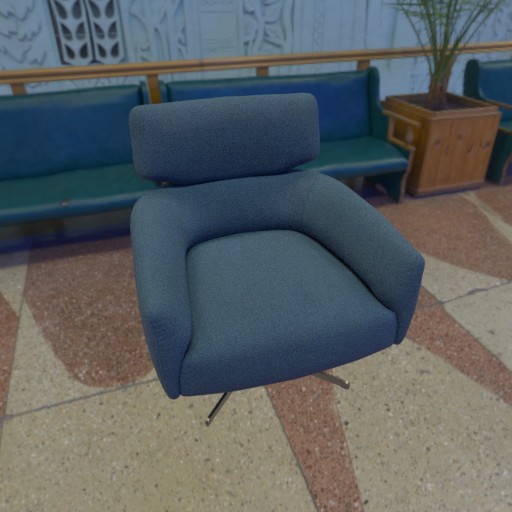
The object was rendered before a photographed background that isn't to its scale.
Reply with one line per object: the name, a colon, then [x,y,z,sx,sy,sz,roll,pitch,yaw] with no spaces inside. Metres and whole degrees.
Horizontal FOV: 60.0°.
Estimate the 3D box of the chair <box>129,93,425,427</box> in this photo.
chair: [0.000,0.000,1.384,0.738,0.813,0.761,-10,34,-15]
